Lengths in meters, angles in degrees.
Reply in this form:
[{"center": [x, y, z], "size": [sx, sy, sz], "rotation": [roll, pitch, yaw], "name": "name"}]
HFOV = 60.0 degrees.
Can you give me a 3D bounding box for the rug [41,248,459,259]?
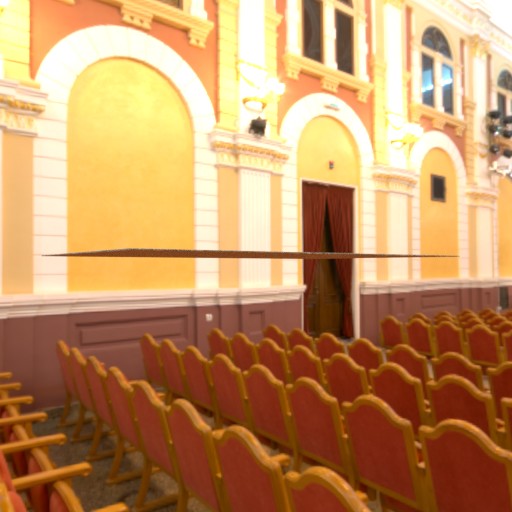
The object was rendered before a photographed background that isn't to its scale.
[{"center": [0.000, 0.000, 2.904], "size": [2.283, 0.006, 1.521], "rotation": [1, -1, -37], "name": "rug"}]
